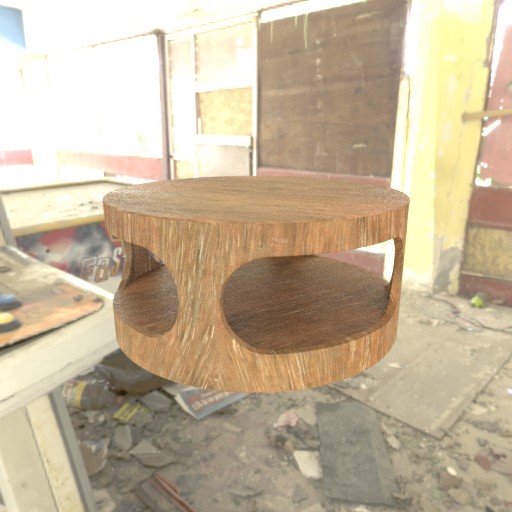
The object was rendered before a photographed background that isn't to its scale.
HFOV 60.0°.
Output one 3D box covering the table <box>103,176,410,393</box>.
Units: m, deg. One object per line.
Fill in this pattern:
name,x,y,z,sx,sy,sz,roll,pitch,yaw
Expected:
table,0.000,0.000,1.546,0.974,0.450,0.974,0,16,0
